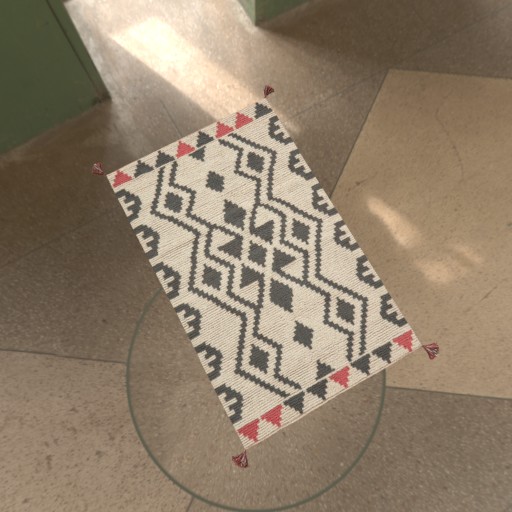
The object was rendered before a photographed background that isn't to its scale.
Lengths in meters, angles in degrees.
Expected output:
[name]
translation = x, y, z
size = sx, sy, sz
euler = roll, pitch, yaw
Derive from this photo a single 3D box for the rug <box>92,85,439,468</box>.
[rug]
translation = 0.000, 0.000, 3.503
size = 1.741, 0.066, 2.672
euler = -28, 77, -7
